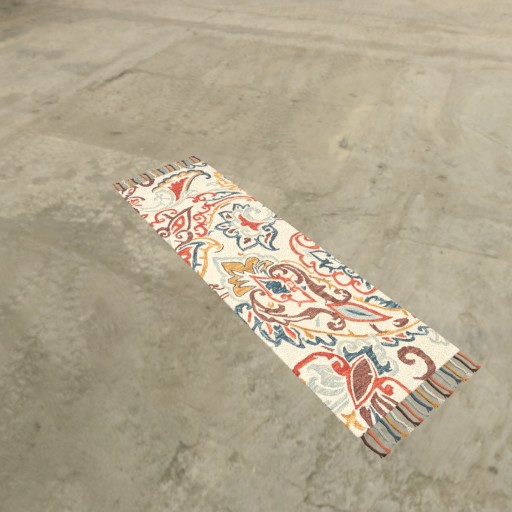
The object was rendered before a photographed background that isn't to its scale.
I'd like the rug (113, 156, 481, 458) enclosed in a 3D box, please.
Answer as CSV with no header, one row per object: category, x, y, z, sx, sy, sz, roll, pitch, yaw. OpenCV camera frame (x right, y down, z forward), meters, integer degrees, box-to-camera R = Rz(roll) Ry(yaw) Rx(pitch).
rug,0.000,0.000,2.821,0.763,0.015,2.682,-27,48,-27
